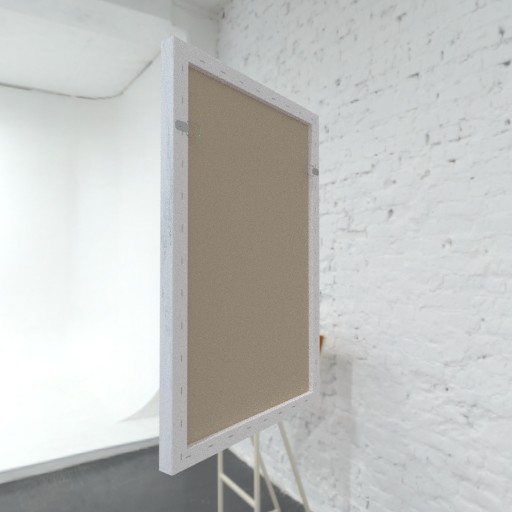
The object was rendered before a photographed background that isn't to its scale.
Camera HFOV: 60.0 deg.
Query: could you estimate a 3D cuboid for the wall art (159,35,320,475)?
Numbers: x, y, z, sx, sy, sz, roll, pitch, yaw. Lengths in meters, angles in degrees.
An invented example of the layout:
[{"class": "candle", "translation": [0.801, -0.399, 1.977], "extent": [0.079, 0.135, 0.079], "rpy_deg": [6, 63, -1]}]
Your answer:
[{"class": "wall art", "translation": [0.000, 0.000, 1.179], "extent": [0.043, 0.914, 0.624], "rpy_deg": [-1, -2, 37]}]
